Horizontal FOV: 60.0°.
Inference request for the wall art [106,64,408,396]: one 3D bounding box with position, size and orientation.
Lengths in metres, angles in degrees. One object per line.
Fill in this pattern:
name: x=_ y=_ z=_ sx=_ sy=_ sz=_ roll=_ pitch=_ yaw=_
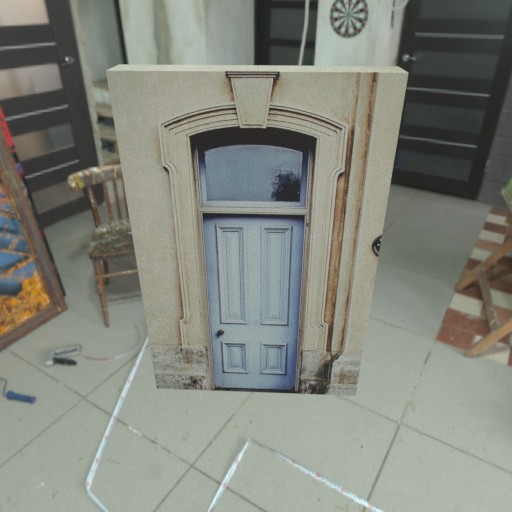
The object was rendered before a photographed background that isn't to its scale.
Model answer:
wall art: x=0.000 y=0.000 z=0.484 sx=0.254 sy=0.381 sz=0.038 roll=1 pitch=31 yaw=2
